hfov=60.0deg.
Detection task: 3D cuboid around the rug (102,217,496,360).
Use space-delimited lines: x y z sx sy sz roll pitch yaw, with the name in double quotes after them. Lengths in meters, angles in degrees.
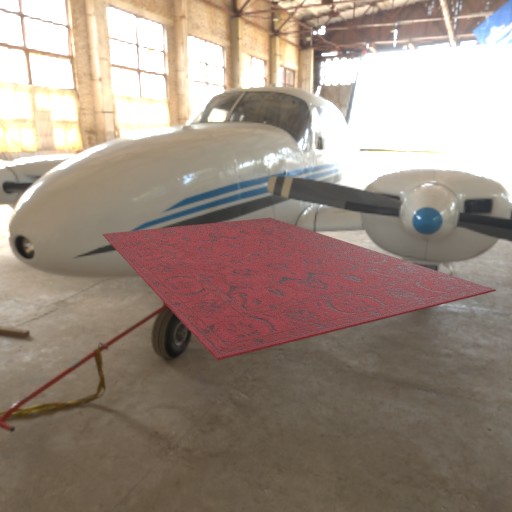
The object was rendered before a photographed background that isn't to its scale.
0.000 0.000 2.268 1.209 0.008 1.814 -8 17 -27 "rug"
